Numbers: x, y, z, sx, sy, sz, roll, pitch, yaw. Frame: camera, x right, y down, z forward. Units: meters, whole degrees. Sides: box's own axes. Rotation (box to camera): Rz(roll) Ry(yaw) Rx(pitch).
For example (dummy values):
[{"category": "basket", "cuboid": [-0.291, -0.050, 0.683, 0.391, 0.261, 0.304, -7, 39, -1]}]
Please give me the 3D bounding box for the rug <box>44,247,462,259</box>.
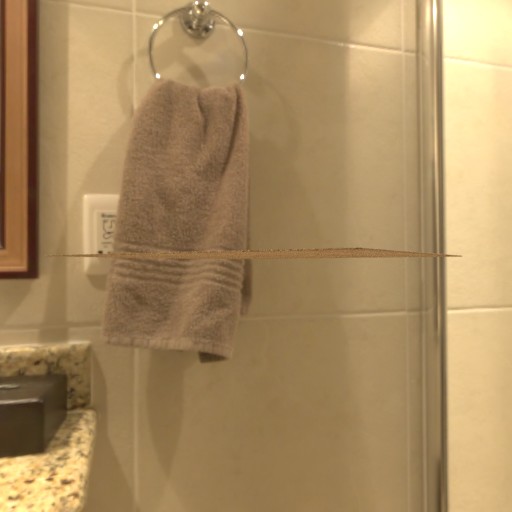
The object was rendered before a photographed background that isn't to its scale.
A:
[{"category": "rug", "cuboid": [0.000, 0.000, 3.919, 2.939, 0.009, 2.313, -1, -1, 36]}]
